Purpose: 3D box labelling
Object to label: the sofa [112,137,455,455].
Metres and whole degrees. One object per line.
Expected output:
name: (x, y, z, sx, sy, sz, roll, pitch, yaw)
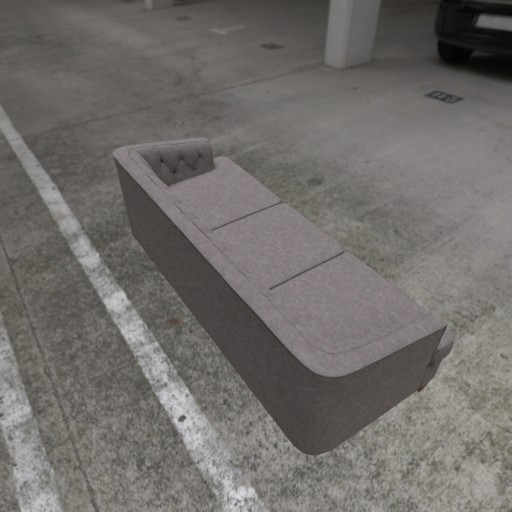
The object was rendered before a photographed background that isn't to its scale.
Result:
sofa: (0.000, 0.000, 2.719, 0.917, 0.806, 2.247, -24, 47, -25)
